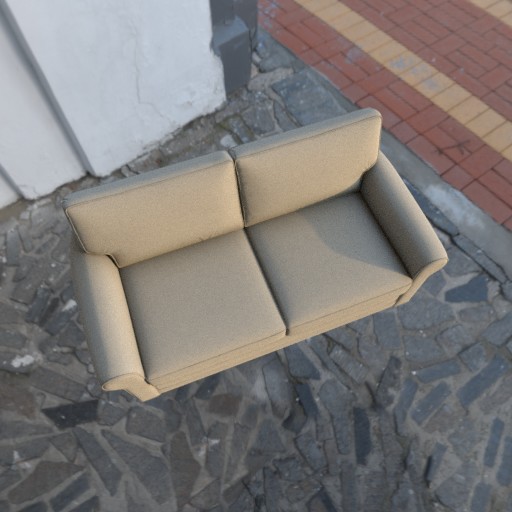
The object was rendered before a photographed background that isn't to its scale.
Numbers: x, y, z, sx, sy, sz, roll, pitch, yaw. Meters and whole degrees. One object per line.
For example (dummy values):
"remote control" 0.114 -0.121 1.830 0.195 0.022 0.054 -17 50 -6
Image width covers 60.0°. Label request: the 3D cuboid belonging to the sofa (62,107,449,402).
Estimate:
"sofa" 0.000 0.000 2.476 1.930 0.952 0.940 -19 64 -10
